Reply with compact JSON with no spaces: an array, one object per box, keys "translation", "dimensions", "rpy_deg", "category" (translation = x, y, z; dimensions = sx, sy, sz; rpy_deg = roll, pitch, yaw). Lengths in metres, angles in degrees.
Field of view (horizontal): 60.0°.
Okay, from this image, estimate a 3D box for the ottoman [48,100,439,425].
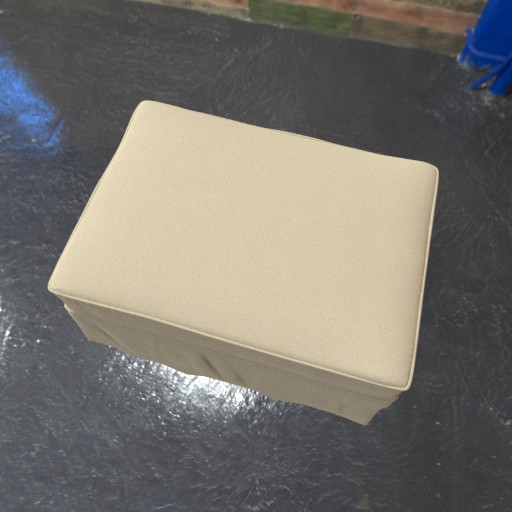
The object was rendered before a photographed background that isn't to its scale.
[{"translation":[0.000,0.000,1.330],"dimensions":[0.959,0.482,0.721],"rpy_deg":[14,66,7],"category":"ottoman"}]
